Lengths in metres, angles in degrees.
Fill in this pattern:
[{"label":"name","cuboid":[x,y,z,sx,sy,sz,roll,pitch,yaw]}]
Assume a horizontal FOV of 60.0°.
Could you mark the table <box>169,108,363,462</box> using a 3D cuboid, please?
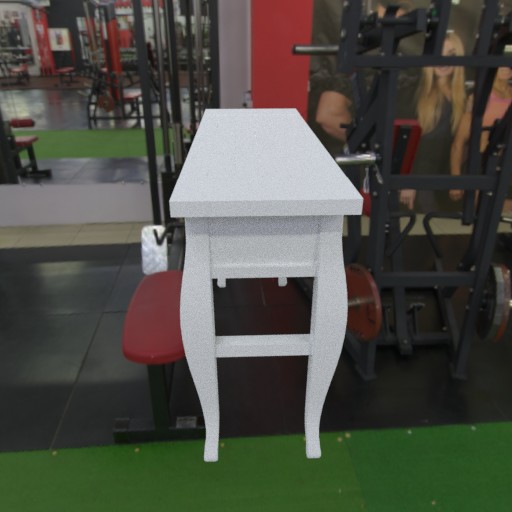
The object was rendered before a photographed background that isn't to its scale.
[{"label":"table","cuboid":[0.000,0.000,1.457,0.373,0.768,1.062,-1,27,-2]}]
